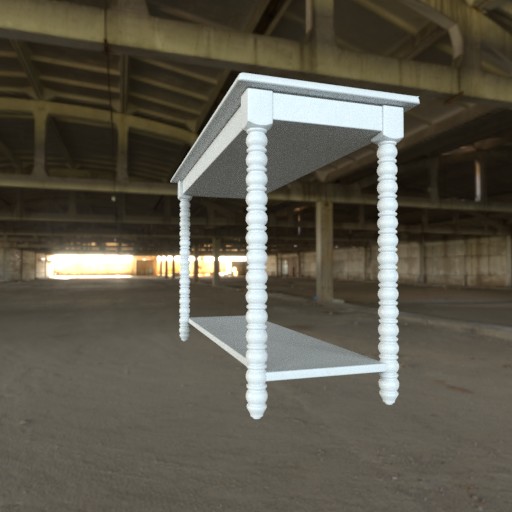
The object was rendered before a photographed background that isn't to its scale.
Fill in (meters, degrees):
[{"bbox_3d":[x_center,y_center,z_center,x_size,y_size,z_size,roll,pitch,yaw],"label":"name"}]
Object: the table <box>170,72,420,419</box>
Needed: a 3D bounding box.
[{"bbox_3d":[0.000,0.000,1.545,0.459,0.740,1.184,0,-2,-18],"label":"table"}]
